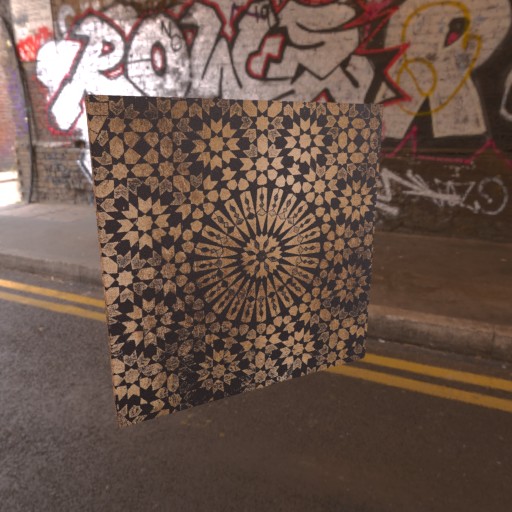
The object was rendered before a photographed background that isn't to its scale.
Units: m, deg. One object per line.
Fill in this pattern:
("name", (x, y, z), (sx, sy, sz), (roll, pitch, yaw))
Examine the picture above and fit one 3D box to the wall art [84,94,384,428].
("wall art", (0.000, 0.000, 1.376), (0.914, 0.914, 0.038), (-8, 18, -26))
